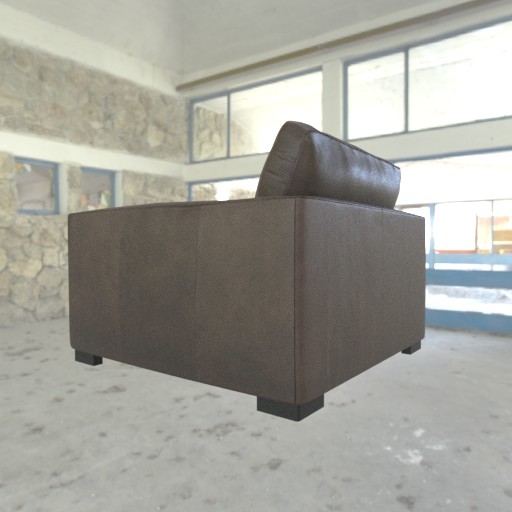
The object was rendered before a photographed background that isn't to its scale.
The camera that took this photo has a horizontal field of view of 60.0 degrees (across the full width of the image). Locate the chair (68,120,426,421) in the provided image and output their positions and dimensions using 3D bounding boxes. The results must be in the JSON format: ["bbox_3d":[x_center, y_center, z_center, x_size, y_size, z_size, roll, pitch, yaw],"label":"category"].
[{"bbox_3d":[0.000,0.000,1.811,1.069,0.812,1.100,1,2,37],"label":"chair"}]
